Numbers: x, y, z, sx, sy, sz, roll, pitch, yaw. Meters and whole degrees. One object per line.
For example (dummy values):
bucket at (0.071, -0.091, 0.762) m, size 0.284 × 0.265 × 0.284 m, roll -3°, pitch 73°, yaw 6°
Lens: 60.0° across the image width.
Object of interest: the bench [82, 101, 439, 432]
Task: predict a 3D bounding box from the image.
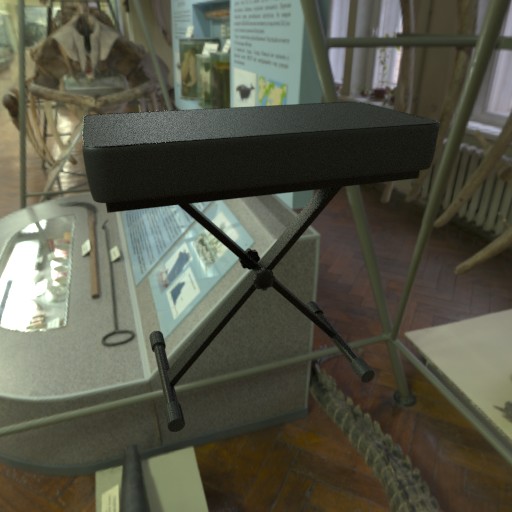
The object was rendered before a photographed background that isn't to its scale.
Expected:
bench at (0.000, 0.000, 0.935) m, size 0.600 × 0.561 × 0.300 m, roll -9°, pitch 28°, yaw -17°
